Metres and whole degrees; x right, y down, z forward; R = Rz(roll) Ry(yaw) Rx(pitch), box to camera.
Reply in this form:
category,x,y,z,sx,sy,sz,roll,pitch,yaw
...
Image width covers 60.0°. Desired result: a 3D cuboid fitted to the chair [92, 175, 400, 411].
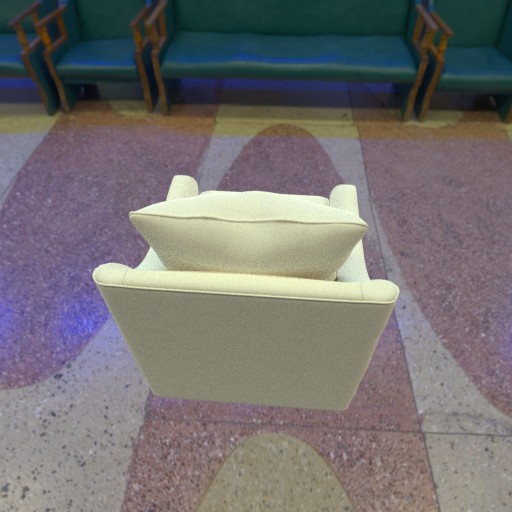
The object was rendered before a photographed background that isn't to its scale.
category,x,y,z,sx,sy,sz,roll,pitch,yaw
chair,0.000,0.000,1.589,0.756,0.965,0.876,3,47,3
